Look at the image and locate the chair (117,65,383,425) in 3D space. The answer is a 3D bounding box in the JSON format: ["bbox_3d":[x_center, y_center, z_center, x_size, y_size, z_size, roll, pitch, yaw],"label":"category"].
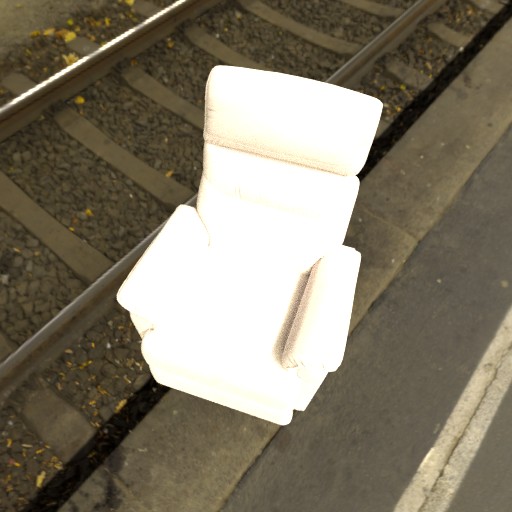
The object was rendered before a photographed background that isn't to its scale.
[{"bbox_3d":[0.000,0.000,1.756,0.820,1.039,1.001,16,60,9],"label":"chair"}]
